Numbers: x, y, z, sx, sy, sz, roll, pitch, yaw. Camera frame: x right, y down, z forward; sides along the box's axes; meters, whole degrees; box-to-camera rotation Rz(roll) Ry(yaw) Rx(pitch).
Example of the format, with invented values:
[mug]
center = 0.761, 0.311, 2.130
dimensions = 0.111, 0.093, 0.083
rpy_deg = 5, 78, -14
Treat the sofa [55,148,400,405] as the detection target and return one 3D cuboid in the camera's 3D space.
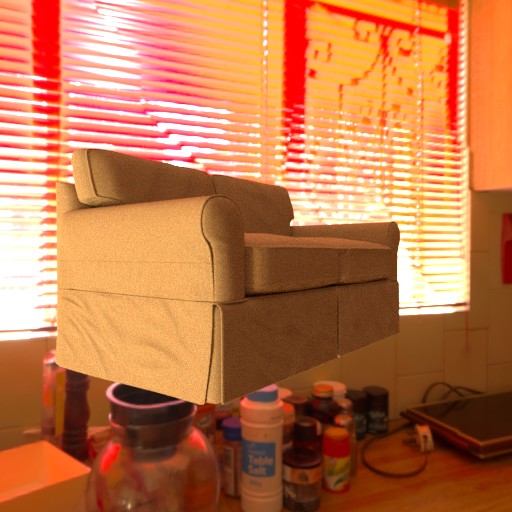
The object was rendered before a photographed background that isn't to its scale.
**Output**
[sofa]
center = 0.000, 0.000, 2.303
dimensions = 0.991, 0.940, 1.727
rpy_deg = 0, 1, 38
